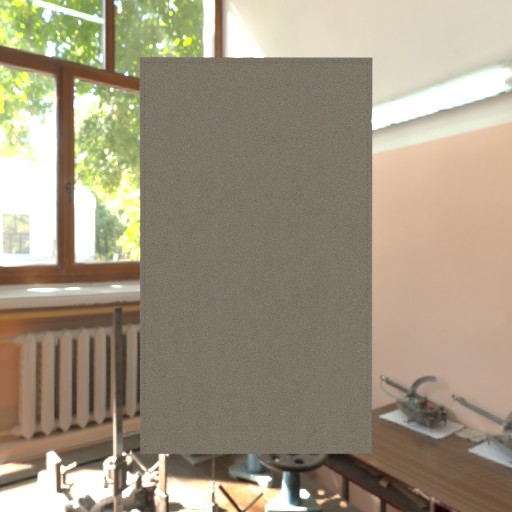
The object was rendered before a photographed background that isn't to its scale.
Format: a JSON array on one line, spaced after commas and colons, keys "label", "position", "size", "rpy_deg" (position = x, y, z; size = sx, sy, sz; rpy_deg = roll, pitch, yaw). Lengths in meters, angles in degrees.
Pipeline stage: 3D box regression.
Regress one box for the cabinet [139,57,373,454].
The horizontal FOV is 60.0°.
[{"label": "cabinet", "position": [0.000, 0.000, 1.555], "size": [0.750, 1.280, 0.250], "rpy_deg": [0, 0, 0]}]
